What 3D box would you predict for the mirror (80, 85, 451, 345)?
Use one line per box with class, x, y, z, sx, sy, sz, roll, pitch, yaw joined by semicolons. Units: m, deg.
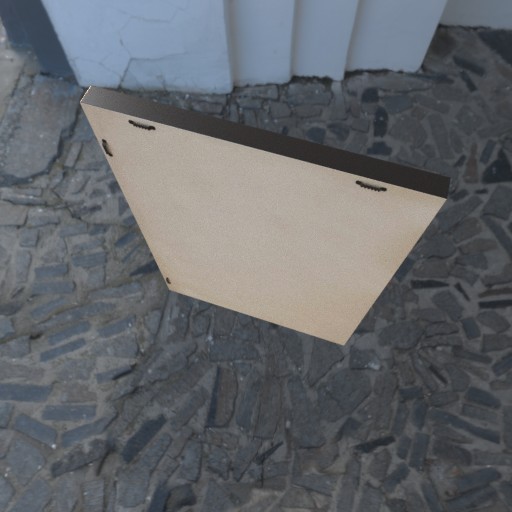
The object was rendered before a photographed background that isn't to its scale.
mirror;0.000;0.000;0.907;0.507;0.710;0.040;17;65;8
